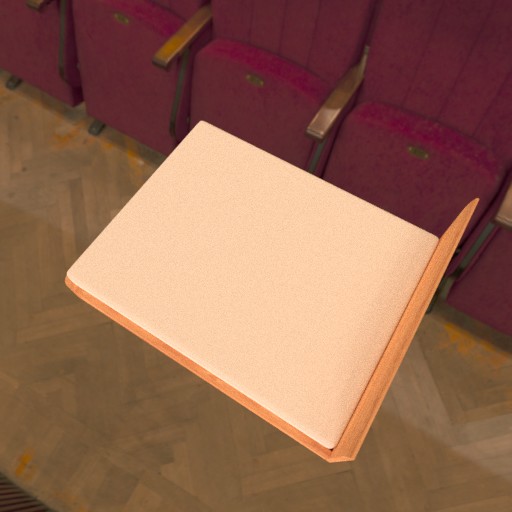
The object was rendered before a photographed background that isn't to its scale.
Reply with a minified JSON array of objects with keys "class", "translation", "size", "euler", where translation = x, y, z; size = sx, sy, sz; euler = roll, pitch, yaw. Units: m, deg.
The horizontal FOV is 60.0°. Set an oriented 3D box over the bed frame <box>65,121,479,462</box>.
[{"class":"bed frame","translation":[0.000,0.000,2.984],"size":[2.092,0.940,1.660],"euler":[29,68,13]}]
